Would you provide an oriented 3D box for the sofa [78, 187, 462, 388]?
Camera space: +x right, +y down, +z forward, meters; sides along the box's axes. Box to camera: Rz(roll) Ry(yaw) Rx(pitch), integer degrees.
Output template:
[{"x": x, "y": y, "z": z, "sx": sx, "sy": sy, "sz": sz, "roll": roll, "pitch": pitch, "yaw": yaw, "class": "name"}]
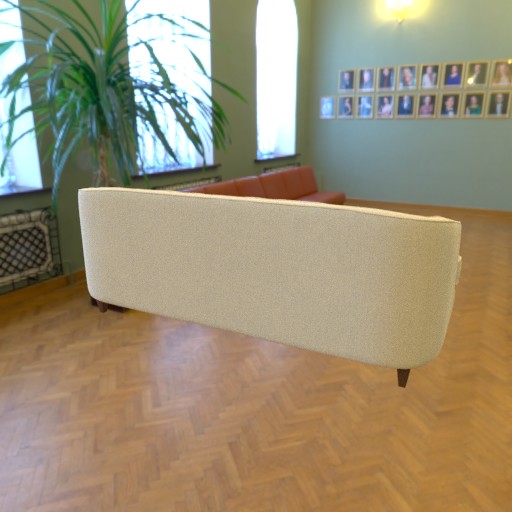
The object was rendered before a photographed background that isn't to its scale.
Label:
[{"x": 0.000, "y": 0.000, "z": 2.733, "sx": 2.278, "sy": 0.855, "sz": 0.941, "roll": 8, "pitch": 18, "yaw": 26, "class": "sofa"}]
